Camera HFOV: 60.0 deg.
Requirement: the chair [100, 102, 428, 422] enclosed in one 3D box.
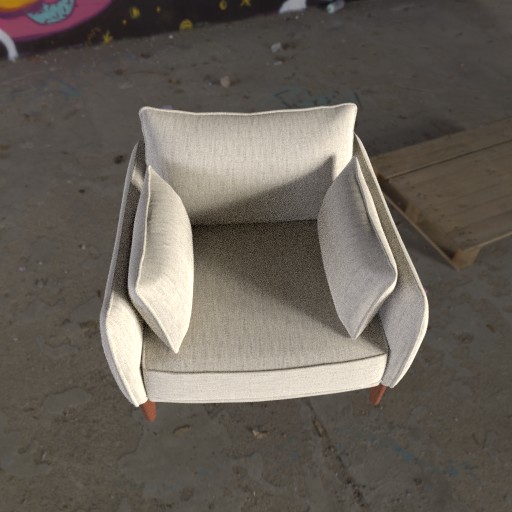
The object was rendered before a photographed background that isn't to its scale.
[{"bbox_3d":[0.000,0.000,1.683,0.994,0.855,0.991,-3,47,-3],"label":"chair"}]
